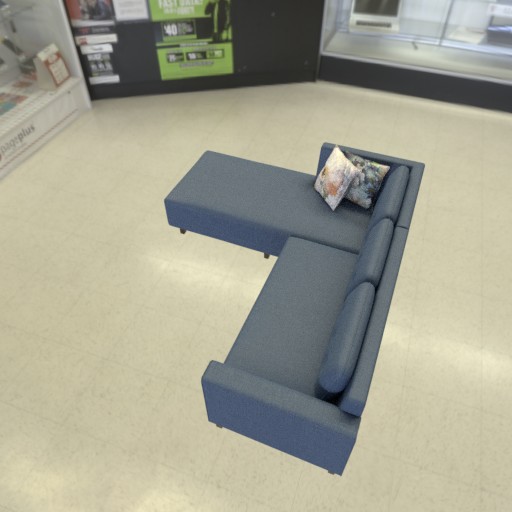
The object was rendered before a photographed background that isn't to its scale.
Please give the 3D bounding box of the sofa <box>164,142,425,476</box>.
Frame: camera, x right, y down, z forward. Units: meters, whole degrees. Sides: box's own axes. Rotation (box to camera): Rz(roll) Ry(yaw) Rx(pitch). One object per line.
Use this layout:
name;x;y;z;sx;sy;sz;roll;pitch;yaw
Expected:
sofa;0.000;0.000;3.031;1.829;0.787;2.120;16;49;15
